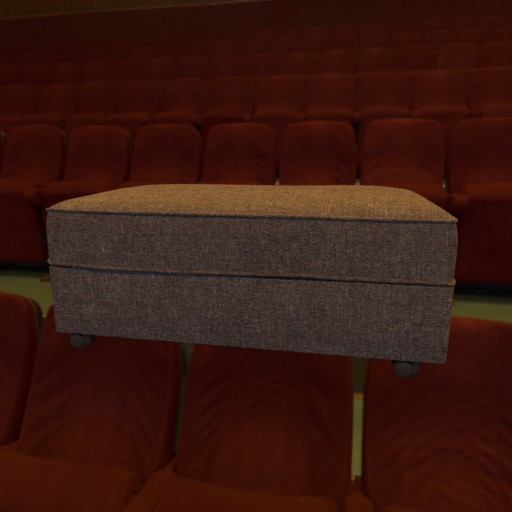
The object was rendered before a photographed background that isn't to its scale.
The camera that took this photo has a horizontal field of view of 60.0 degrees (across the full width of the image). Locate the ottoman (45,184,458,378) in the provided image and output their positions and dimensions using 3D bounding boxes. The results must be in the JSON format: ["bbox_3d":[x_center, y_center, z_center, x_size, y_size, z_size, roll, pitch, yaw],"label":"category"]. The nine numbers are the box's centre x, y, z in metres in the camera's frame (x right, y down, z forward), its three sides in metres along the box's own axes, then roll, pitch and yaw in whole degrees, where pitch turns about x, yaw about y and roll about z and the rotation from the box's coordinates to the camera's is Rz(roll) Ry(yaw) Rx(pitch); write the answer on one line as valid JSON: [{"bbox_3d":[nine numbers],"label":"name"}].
[{"bbox_3d":[0.000,0.000,1.565,1.184,0.487,0.717,3,14,10],"label":"ottoman"}]
